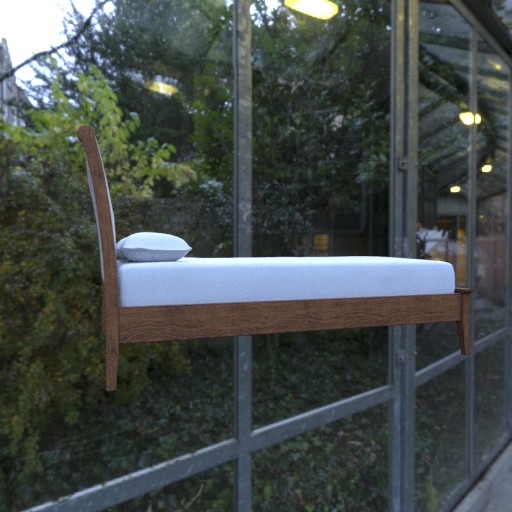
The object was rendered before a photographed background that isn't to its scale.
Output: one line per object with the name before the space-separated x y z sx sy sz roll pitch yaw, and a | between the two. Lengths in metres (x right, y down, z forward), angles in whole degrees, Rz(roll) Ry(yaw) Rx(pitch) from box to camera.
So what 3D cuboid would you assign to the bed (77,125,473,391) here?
bed | 0.000 0.000 2.891 2.108 1.135 1.502 0 1 -20
